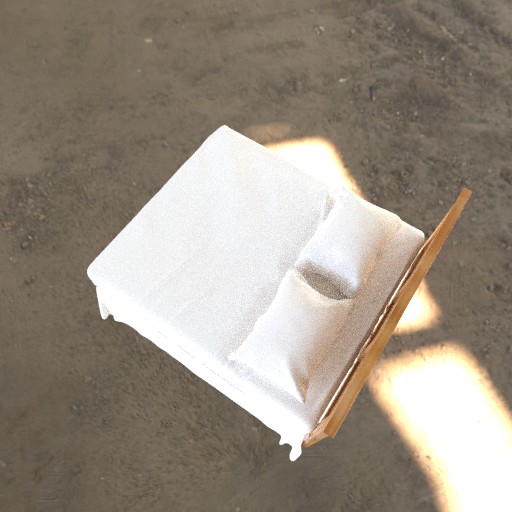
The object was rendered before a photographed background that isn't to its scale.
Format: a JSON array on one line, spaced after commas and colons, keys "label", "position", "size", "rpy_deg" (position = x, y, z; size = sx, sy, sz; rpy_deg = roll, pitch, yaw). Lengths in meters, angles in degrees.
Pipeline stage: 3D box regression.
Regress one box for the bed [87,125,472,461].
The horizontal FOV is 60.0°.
[{"label": "bed", "position": [0.000, 0.000, 3.151], "size": [2.035, 1.273, 1.870], "rpy_deg": [32, 68, 15]}]
